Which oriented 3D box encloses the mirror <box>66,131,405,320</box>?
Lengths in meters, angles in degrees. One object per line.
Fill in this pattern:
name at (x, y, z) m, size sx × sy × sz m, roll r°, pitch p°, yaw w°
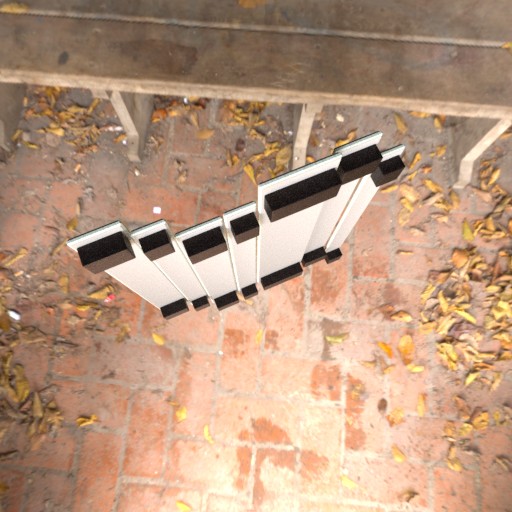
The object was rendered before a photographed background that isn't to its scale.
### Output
mirror at (0.000, 0.000, 0.804) m, size 0.445 × 0.611 × 0.058 m, roll -23°, pitch 76°, yaw -6°
